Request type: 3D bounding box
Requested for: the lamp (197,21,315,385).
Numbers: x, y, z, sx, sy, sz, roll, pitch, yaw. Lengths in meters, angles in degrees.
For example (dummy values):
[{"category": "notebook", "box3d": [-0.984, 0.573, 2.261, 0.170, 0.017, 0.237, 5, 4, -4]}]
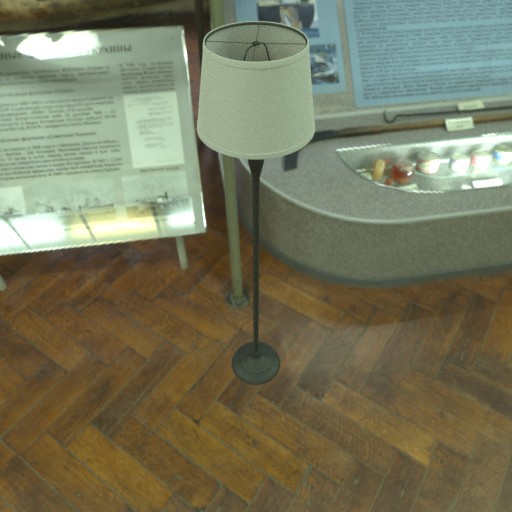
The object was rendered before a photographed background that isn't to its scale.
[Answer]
[{"category": "lamp", "box3d": [0.000, 0.000, 1.610, 0.327, 1.506, 0.327, -32, 54, -27]}]
